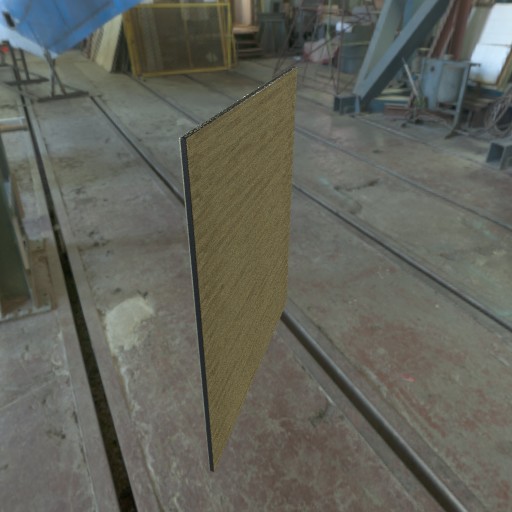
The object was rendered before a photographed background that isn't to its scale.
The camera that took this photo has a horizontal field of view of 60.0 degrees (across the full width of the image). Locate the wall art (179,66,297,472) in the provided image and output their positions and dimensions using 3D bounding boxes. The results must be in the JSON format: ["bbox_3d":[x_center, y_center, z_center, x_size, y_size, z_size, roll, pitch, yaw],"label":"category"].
[{"bbox_3d":[0.000,0.000,0.786,0.009,0.559,0.483,9,33,15],"label":"wall art"}]
